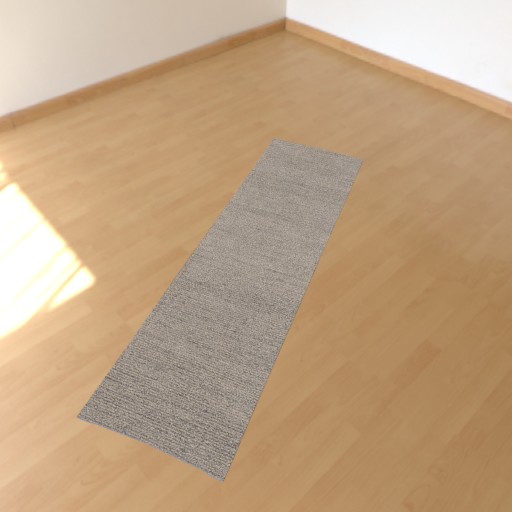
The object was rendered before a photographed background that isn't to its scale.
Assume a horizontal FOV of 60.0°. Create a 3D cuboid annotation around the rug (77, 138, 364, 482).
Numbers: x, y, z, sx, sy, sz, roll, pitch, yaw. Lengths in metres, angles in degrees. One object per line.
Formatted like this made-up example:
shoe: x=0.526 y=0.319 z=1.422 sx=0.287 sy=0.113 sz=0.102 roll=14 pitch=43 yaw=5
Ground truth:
rug: x=0.000 y=0.000 z=2.528 sx=0.692 sy=0.032 sz=2.320 roll=17 pitch=50 yaw=15
